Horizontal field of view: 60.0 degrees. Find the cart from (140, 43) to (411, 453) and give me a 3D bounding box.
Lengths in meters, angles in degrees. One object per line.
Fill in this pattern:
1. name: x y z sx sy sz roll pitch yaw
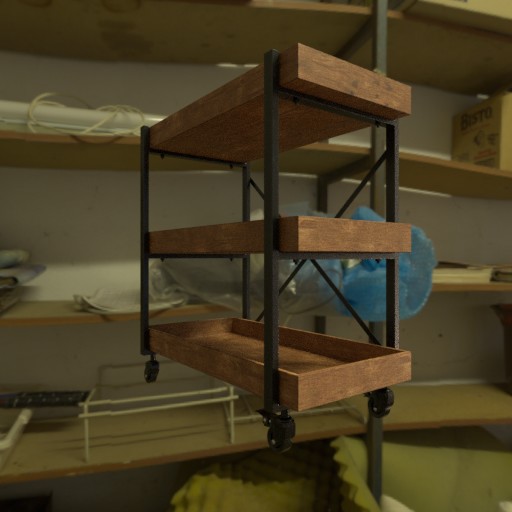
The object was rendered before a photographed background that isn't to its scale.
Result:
1. cart: 0.000 0.000 1.239 0.411 0.800 0.750 0 0 -37
